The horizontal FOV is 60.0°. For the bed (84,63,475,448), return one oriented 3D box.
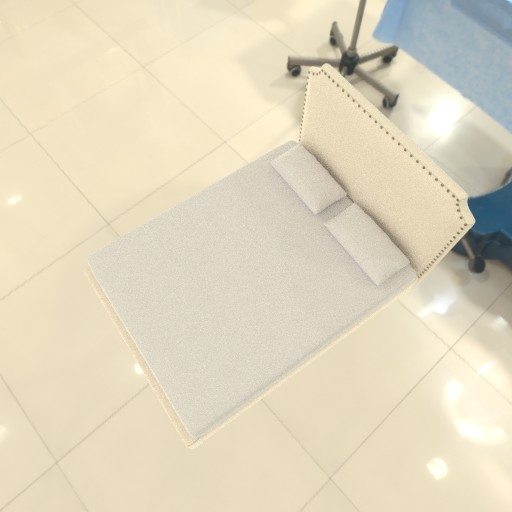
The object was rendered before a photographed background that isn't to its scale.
[{"bbox_3d":[0.000,0.000,3.444,2.372,1.497,1.712,-33,69,-14],"label":"bed"}]
